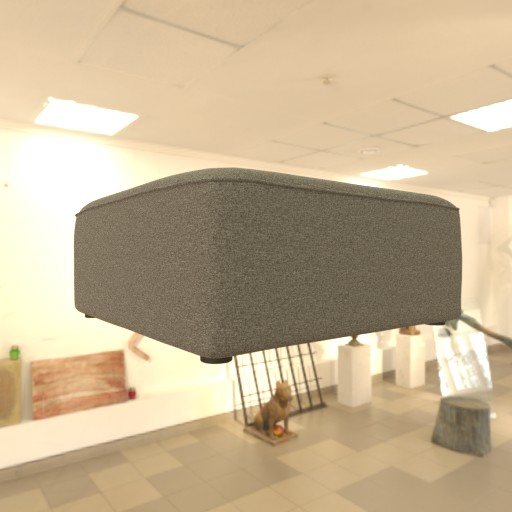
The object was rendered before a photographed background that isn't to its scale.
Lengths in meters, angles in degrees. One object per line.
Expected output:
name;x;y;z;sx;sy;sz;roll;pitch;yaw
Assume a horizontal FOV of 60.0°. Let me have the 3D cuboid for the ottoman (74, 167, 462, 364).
ottoman;0.000;0.000;1.594;1.005;0.464;1.015;0;0;-37
